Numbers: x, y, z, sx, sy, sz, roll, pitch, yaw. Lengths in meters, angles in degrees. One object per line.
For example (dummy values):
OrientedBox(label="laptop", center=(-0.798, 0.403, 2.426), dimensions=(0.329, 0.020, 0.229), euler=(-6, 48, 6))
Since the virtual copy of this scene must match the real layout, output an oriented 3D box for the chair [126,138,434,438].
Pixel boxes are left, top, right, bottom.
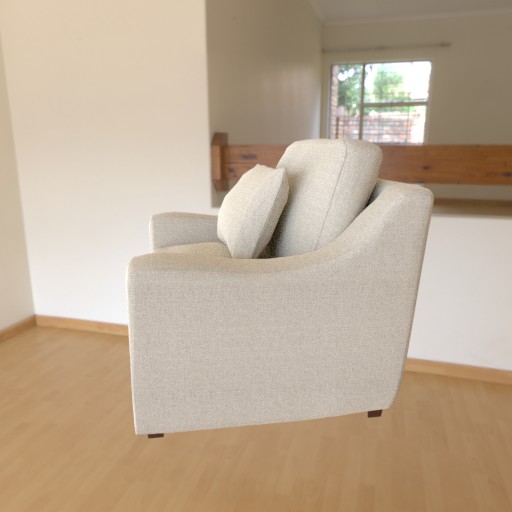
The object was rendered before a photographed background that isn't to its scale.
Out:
OrientedBox(label="chair", center=(0.000, 0.000, 1.982), dimensions=(1.009, 1.016, 1.178), euler=(-2, 14, -8))
